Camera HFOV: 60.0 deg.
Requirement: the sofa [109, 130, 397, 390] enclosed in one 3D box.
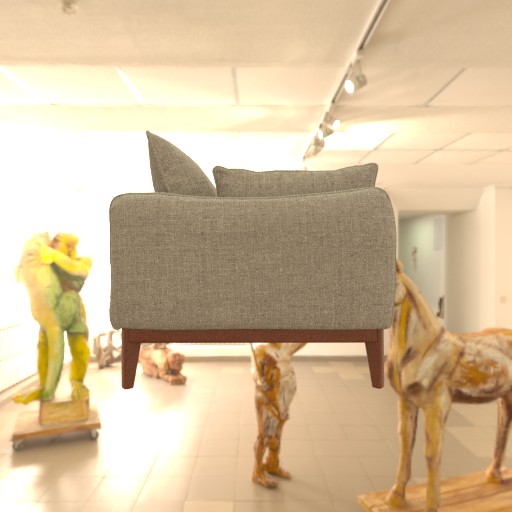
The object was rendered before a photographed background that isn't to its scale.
[{"bbox_3d":[0.000,0.000,2.164,0.972,0.851,1.580,0,0,-1],"label":"sofa"}]
